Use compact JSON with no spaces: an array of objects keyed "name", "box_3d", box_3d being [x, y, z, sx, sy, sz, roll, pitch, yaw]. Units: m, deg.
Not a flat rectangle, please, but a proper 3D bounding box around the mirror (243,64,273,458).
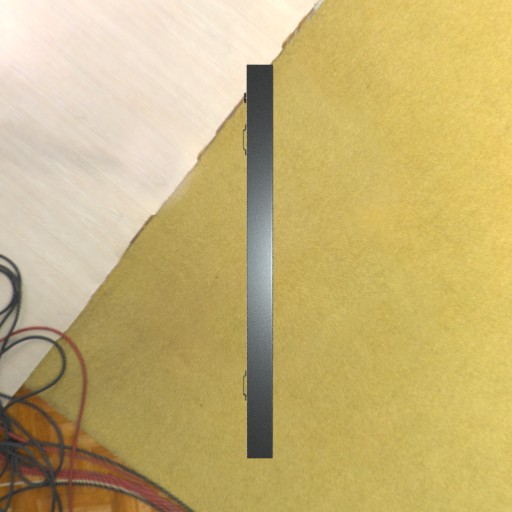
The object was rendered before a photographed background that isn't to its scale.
[{"name":"mirror","box_3d":[0.000,0.000,0.924,0.039,0.710,0.507,0,92,0]}]
